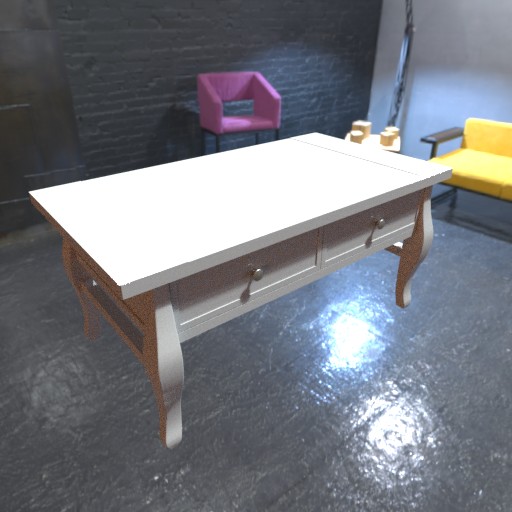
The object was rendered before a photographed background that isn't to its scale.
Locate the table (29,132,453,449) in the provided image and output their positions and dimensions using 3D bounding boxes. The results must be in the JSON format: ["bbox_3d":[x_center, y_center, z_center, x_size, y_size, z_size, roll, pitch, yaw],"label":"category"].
[{"bbox_3d":[0.000,0.000,1.372,1.062,0.495,0.600,-21,35,-33],"label":"table"}]
